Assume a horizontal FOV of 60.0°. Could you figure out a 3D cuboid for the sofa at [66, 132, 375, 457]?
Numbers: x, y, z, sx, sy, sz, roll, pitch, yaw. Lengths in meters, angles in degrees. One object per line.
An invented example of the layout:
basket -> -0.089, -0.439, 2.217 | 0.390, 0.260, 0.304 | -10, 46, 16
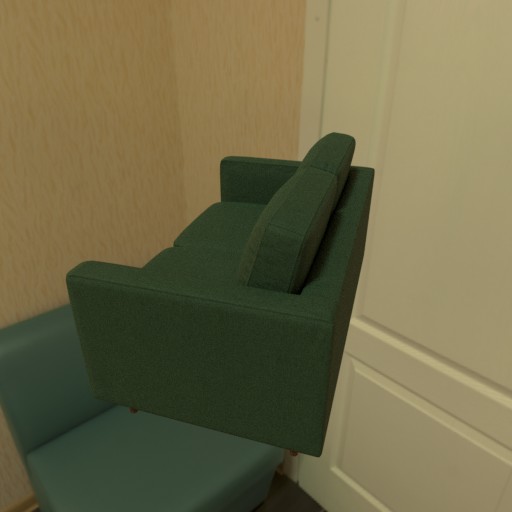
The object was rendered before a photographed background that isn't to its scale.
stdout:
sofa -> 0.000, 0.000, 1.976 | 0.879, 0.899, 1.430 | 8, 29, 15
